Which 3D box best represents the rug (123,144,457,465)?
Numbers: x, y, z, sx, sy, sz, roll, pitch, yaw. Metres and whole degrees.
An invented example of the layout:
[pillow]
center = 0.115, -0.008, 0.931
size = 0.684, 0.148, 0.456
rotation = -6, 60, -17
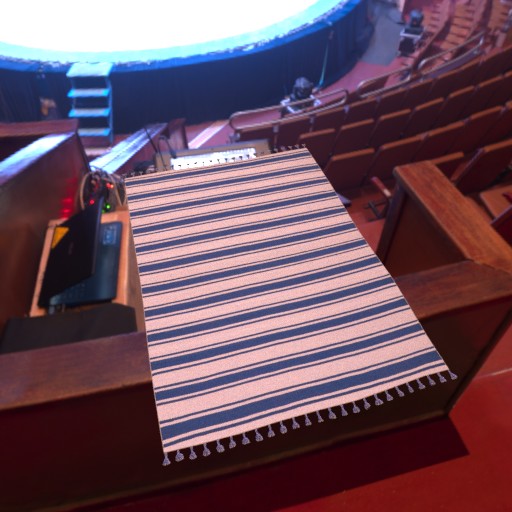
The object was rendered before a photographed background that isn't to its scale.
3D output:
[rug]
center = 0.000, 0.000, 2.918
size = 1.544, 0.010, 2.315
rotation = -12, 48, -11
